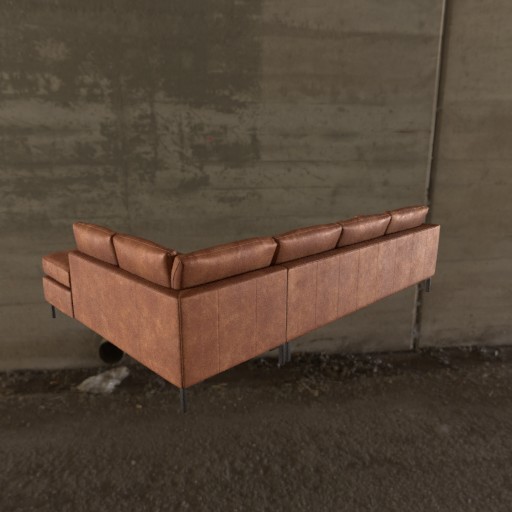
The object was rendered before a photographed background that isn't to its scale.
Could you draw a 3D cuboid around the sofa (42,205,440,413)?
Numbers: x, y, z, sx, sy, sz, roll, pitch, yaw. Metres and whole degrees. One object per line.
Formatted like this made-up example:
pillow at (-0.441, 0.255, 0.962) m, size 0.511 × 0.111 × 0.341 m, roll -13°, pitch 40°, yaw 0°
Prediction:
sofa at (0.000, 0.000, 3.904) m, size 2.984 × 0.877 × 1.938 m, roll -14°, pitch 20°, yaw -42°
